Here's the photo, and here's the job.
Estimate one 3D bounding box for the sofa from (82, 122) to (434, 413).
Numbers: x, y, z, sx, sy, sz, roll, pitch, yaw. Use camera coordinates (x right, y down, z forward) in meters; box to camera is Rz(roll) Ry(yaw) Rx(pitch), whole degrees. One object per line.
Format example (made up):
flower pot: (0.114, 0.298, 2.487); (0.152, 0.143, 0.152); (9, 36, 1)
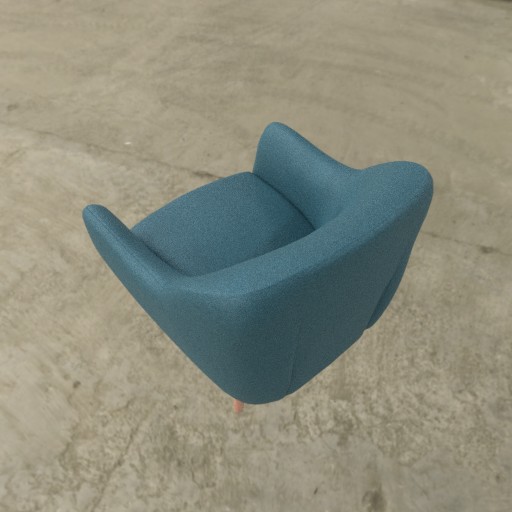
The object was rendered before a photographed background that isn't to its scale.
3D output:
sofa: (0.000, 0.000, 1.493); (0.836, 0.817, 0.825); (-32, 54, -26)
